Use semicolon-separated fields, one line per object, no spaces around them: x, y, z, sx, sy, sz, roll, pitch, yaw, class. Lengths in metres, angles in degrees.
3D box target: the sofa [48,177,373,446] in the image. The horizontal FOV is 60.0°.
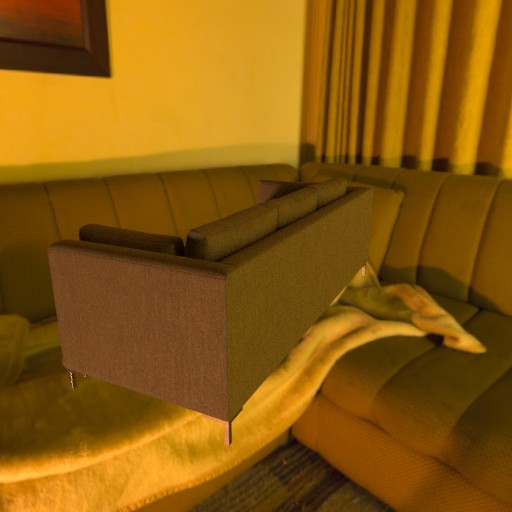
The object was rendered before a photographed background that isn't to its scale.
0.000;0.000;2.931;0.969;0.867;2.415;8;19;25;sofa
